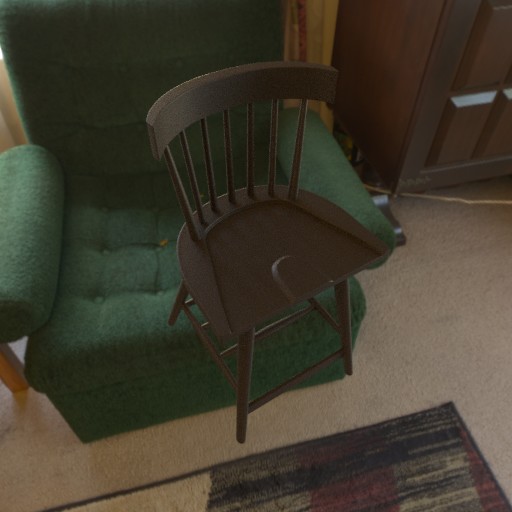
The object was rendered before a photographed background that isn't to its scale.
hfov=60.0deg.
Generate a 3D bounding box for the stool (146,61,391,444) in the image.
[{"bbox_3d":[0.000,0.000,1.264,0.494,0.953,0.549,-25,51,-21],"label":"stool"}]
